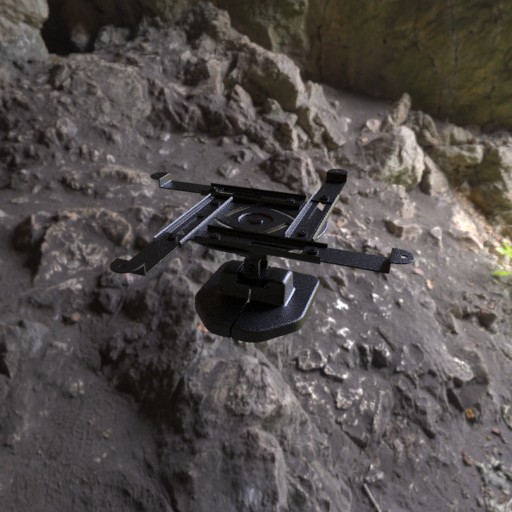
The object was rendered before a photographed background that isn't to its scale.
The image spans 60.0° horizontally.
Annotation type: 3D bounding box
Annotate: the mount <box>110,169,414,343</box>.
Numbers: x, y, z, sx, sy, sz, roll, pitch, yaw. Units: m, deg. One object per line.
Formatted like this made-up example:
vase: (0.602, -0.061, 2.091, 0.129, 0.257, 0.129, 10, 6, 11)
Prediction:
mount: (0.000, 0.000, 0.599, 0.394, 0.141, 0.394, 10, 30, 18)
